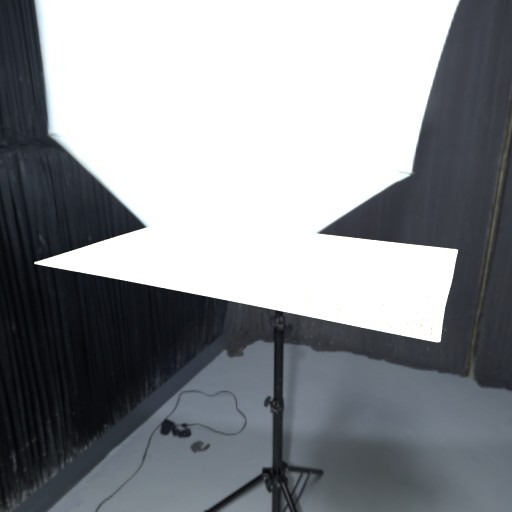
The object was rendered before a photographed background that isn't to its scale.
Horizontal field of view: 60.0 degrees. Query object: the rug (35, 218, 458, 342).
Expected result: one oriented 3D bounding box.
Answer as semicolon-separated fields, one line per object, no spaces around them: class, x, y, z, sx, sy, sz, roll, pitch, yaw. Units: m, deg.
rug;0.000;0.000;2.990;2.435;0.012;1.529;8;19;25
